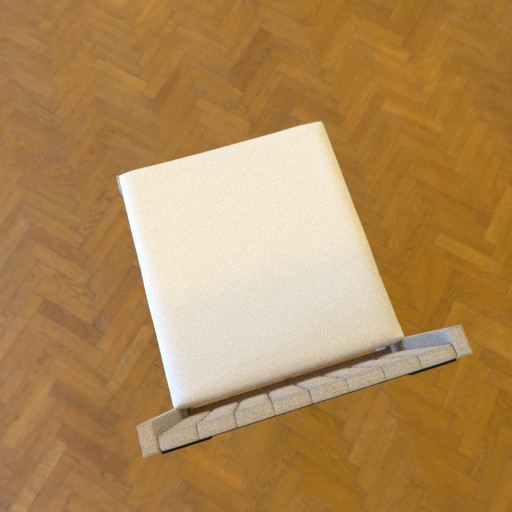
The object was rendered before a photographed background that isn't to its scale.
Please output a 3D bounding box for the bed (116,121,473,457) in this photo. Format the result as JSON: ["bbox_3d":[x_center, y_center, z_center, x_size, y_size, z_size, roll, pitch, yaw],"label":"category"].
[{"bbox_3d":[0.000,0.000,3.709,2.044,1.748,2.372,-16,76,-4],"label":"bed"}]
